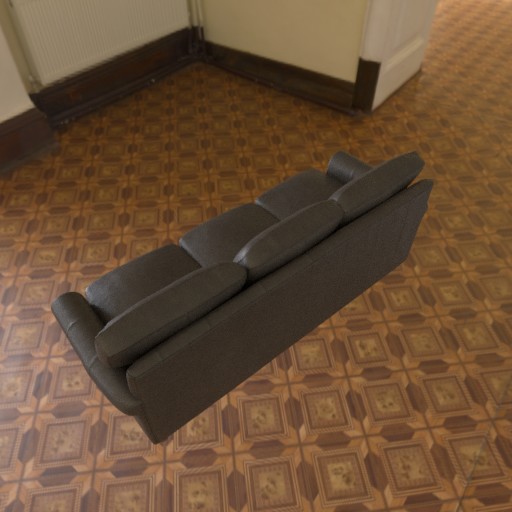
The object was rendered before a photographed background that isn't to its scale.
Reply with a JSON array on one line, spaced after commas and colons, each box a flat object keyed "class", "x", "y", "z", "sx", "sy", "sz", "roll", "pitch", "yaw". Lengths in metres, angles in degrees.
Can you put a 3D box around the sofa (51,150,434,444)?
[{"class": "sofa", "x": 0.000, "y": 0.000, "z": 2.837, "sx": 2.387, "sy": 0.977, "sz": 0.974, "roll": -31, "pitch": 54, "yaw": -26}]
